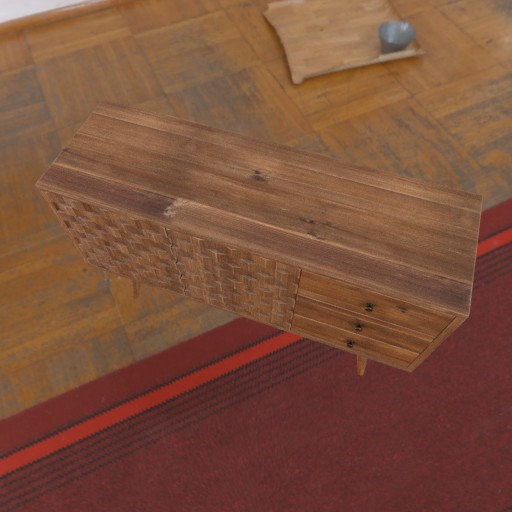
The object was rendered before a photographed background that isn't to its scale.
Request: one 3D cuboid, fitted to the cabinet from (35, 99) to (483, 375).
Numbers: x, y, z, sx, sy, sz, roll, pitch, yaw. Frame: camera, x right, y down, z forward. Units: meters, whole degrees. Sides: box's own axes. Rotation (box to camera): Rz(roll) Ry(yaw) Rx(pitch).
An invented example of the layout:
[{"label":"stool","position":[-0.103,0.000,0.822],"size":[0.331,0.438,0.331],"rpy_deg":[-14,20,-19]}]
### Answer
[{"label":"cabinet","position":[0.000,0.000,1.789],"size":[1.400,0.800,0.472],"rpy_deg":[17,60,10]}]
